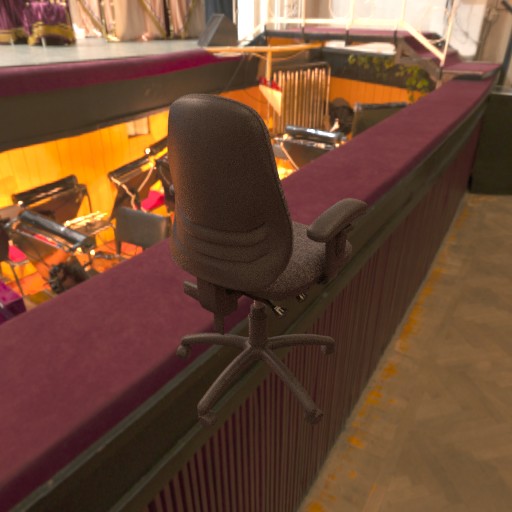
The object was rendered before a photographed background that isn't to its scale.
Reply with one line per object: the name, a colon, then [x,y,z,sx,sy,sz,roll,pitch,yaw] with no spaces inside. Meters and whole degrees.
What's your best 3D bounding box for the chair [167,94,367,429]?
chair: [0.000,0.000,1.257,0.550,0.910,0.530,20,35,32]
